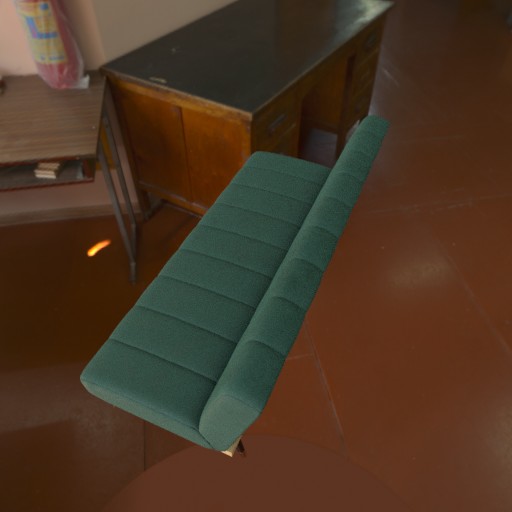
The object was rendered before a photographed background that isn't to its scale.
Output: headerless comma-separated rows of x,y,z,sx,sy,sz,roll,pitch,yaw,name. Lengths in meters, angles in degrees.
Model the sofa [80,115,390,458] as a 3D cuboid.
0.000,0.000,2.245,0.830,0.820,1.810,18,49,16,sofa
